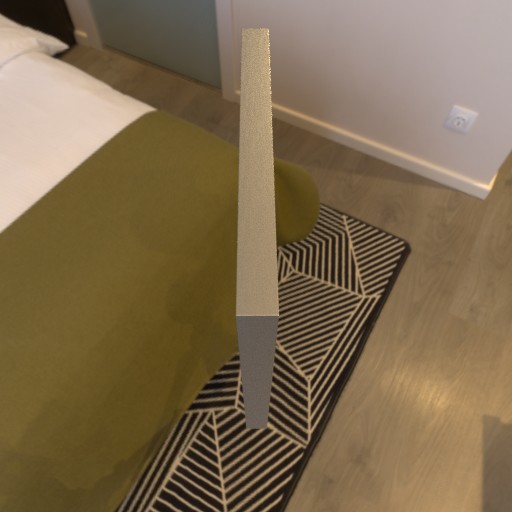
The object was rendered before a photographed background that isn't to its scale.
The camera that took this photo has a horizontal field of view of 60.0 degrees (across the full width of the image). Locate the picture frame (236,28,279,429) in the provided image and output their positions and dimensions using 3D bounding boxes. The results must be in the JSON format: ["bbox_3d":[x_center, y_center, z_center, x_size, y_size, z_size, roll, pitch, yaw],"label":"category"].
[{"bbox_3d":[0.000,0.000,1.380,0.073,0.968,0.839,0,58,0],"label":"picture frame"}]
